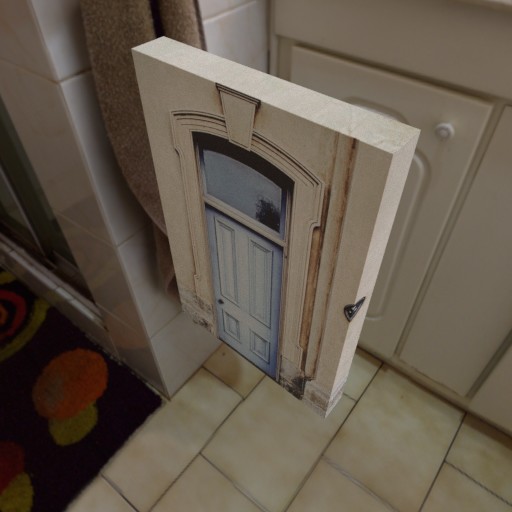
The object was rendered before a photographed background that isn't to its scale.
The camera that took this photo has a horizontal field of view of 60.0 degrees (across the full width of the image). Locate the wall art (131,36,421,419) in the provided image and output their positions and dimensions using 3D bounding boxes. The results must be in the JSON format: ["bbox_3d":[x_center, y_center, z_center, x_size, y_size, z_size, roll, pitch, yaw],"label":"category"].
[{"bbox_3d":[0.000,0.000,0.477,0.254,0.381,0.038,31,54,27],"label":"wall art"}]
